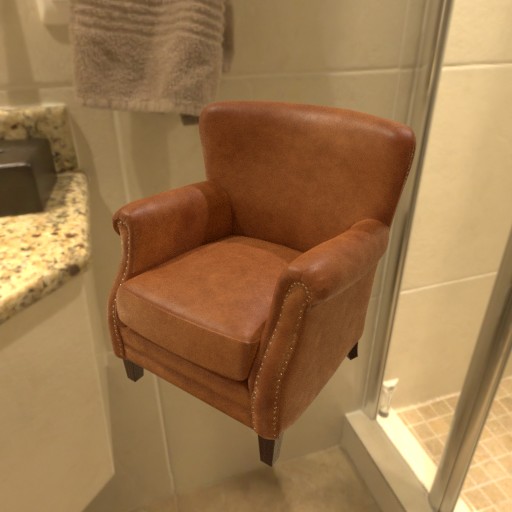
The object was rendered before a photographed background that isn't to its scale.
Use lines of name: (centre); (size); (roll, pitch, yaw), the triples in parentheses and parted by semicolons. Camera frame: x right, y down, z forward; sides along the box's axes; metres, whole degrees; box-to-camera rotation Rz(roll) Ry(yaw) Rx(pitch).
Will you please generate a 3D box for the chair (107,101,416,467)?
chair: (0.000, 0.000, 1.605); (0.861, 0.936, 0.921); (18, 34, 29)
